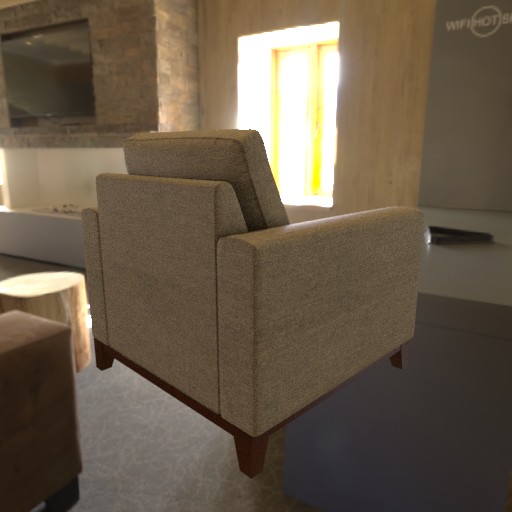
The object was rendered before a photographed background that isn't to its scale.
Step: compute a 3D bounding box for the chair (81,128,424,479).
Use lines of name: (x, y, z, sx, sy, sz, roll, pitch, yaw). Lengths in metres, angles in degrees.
chair: (0.000, 0.000, 1.880, 1.024, 1.010, 1.038, 13, 19, 43)
